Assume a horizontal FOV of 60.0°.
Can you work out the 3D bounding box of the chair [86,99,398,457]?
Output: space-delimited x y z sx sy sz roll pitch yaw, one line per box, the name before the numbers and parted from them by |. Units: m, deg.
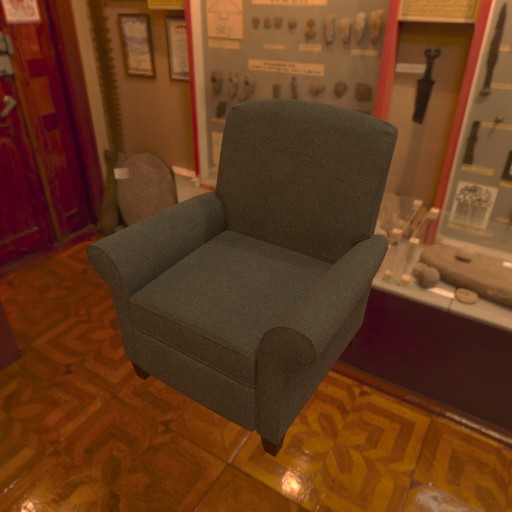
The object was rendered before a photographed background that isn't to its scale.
chair | 0.000 0.000 1.794 0.978 1.061 0.905 19 36 28
